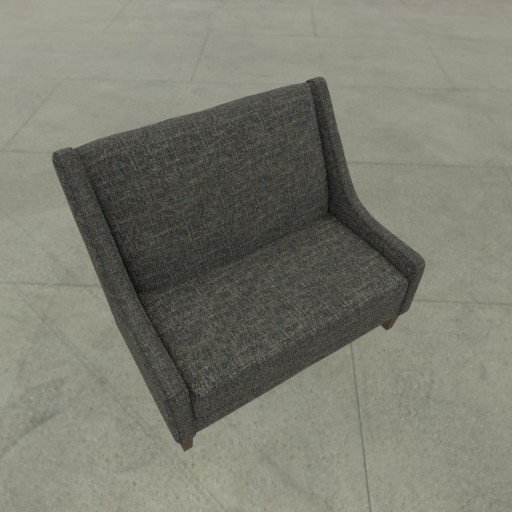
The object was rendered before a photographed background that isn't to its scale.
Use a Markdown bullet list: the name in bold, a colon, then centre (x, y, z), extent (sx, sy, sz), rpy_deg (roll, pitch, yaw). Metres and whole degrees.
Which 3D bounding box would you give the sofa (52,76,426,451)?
- **sofa**: centre (0.000, 0.000, 1.908), extent (1.242, 1.021, 0.870), rpy_deg (-24, 50, -22)
